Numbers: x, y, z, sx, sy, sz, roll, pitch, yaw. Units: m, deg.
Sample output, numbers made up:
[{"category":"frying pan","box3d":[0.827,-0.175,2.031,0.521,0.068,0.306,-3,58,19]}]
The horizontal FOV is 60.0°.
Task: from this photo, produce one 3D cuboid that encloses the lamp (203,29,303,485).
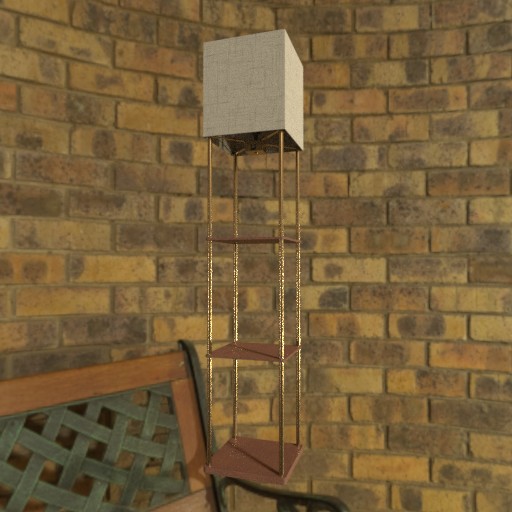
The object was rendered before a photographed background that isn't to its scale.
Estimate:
[{"category":"lamp","box3d":[0.000,0.000,1.714,0.310,1.569,0.308,0,-1,18]}]
